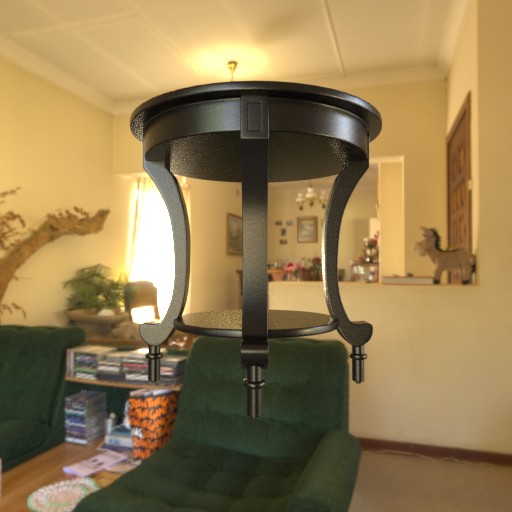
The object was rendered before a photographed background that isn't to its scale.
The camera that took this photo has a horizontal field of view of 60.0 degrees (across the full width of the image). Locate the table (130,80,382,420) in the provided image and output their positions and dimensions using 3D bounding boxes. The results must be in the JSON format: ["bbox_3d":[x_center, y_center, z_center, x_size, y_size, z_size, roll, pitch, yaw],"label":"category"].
[{"bbox_3d":[0.000,0.000,1.084,0.597,0.618,0.597,0,-1,0],"label":"table"}]
